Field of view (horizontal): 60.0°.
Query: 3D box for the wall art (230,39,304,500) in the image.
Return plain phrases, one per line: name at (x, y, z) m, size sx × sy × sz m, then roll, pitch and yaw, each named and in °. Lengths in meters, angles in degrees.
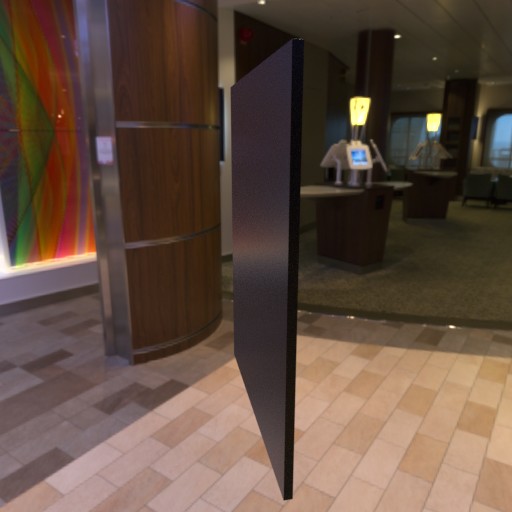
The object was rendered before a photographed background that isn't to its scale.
wall art at (0.000, 0.000, 0.747) m, size 0.013 × 0.582 × 0.442 m, roll -3°, pitch 15°, yaw -11°
